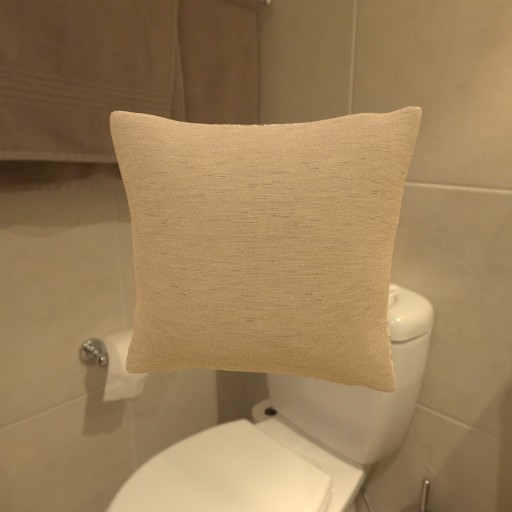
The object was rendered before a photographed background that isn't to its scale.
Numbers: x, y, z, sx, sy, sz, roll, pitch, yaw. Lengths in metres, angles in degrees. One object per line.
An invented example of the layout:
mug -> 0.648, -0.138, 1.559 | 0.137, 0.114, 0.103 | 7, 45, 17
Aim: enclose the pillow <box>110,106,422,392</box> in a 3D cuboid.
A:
pillow -> 0.000, 0.000, 0.661 | 0.438, 0.421, 0.167 | 2, 15, 8
